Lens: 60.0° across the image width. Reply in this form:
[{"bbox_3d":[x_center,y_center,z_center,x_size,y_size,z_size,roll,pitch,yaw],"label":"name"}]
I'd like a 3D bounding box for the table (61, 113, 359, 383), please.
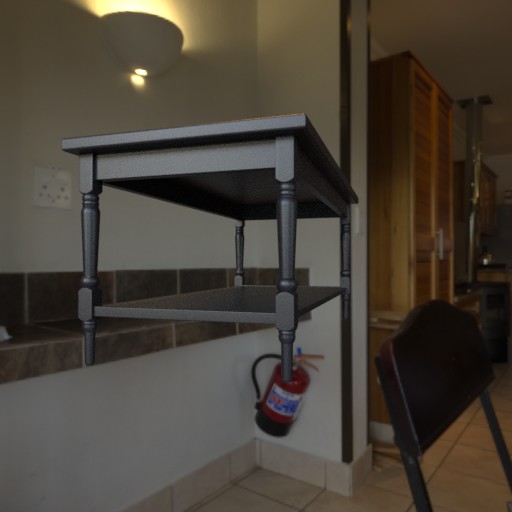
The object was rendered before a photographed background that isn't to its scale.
[{"bbox_3d":[0.000,0.000,1.420,0.550,0.510,1.107,0,-1,18],"label":"table"}]
